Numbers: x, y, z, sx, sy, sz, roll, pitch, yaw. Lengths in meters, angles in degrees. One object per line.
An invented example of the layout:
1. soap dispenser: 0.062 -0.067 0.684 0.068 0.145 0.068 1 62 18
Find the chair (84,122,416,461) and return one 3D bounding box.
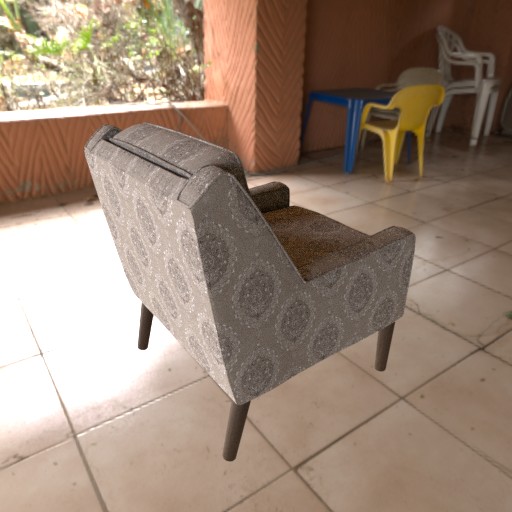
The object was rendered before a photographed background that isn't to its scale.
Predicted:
1. chair: 0.000 0.000 1.370 0.750 0.797 0.665 -18 31 -32
